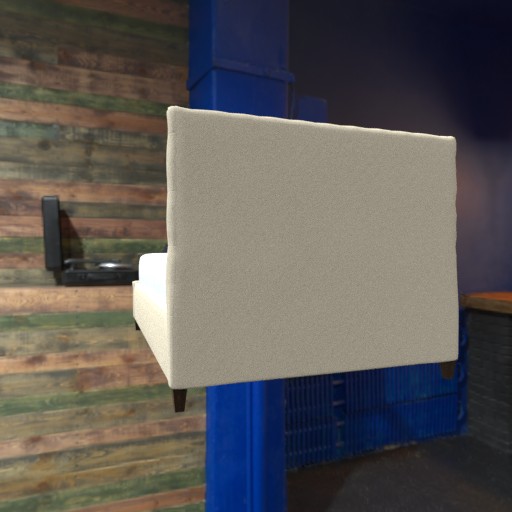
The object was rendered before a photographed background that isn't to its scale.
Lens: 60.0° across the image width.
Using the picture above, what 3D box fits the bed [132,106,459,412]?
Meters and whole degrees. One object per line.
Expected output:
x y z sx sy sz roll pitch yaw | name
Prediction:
0.000 0.000 3.420 1.698 1.427 2.387 0 1 -20 | bed
